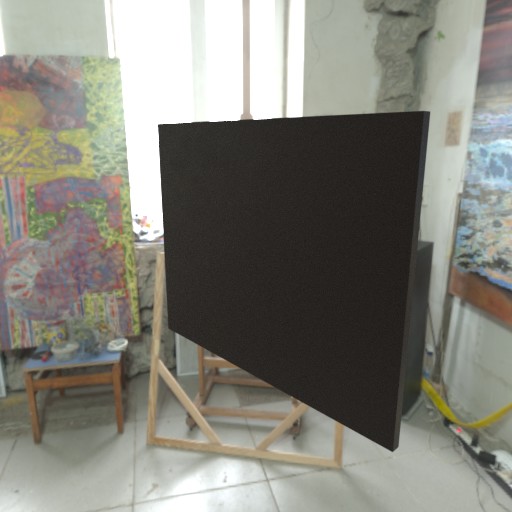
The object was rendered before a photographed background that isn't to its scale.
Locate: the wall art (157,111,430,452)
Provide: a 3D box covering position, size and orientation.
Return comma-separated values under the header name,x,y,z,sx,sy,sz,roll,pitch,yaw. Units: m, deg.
name,x,y,z,sx,sy,sz,roll,pitch,yaw
wall art,0.000,0.000,1.614,0.034,0.952,1.207,-13,20,-41
